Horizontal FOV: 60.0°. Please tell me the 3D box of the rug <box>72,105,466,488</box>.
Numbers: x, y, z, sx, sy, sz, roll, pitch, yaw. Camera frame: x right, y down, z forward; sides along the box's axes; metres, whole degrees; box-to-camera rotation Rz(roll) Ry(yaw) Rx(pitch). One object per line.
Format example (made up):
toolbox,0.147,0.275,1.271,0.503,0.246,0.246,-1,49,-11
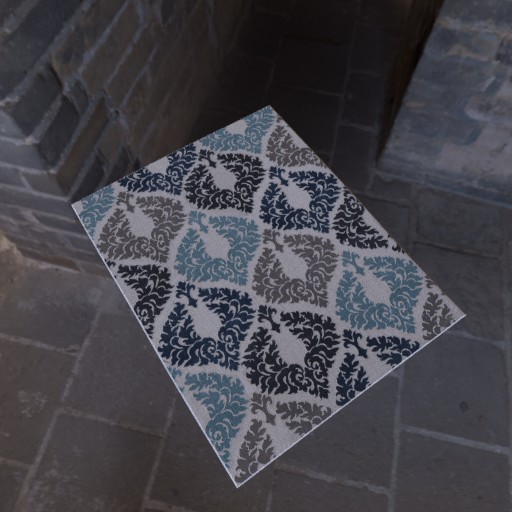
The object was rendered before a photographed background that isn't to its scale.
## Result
rug,0.000,0.000,4.165,2.423,0.014,3.040,-31,67,-15
